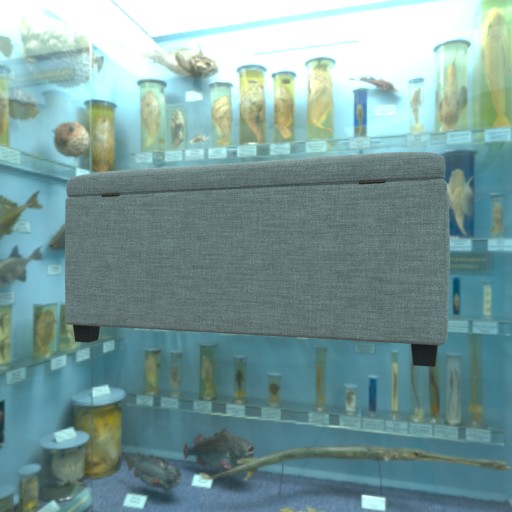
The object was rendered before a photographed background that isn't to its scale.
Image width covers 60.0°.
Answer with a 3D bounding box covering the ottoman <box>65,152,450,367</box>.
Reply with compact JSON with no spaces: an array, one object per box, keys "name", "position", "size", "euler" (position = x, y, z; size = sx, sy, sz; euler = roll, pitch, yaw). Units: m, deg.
[{"name":"ottoman","position":[0.000,0.000,1.156],"size":[0.902,0.432,0.419],"euler":[0,0,18]}]
